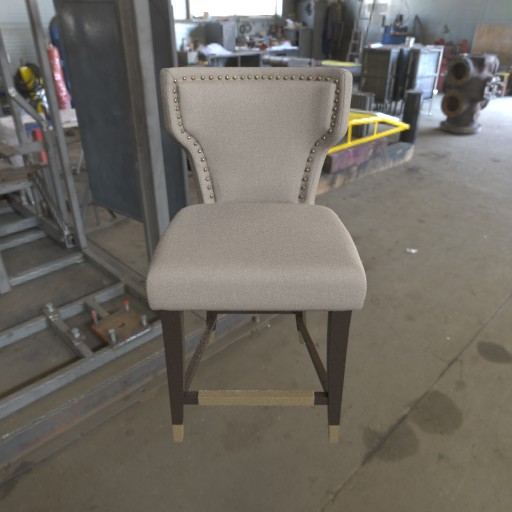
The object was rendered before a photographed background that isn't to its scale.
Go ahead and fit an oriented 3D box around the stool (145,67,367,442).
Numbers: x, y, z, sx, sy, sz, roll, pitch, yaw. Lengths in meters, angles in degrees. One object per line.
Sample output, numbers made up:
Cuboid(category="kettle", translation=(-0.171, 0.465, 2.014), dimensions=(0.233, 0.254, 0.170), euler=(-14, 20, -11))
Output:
Cuboid(category="stool", translation=(0.000, 0.000, 1.292), dimensions=(0.527, 0.982, 0.563), euler=(0, 29, 0))
